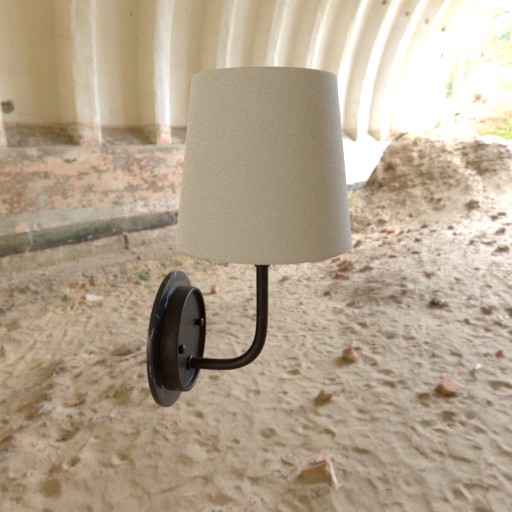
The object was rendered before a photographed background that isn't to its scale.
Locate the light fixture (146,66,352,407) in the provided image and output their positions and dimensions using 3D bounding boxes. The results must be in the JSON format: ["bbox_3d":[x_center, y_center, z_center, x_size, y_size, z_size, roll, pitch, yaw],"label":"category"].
[{"bbox_3d":[0.000,0.000,0.447,0.188,0.337,0.168,2,15,8],"label":"light fixture"}]
